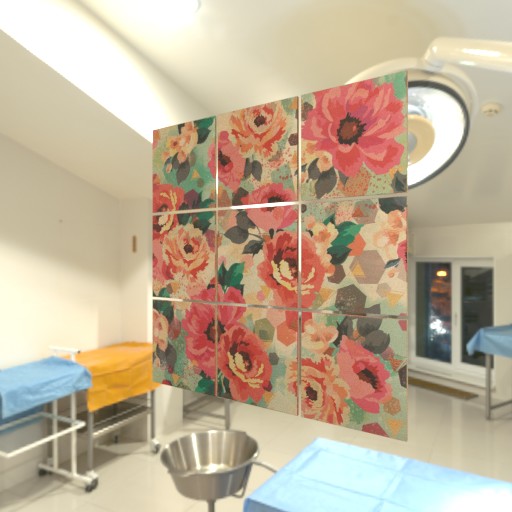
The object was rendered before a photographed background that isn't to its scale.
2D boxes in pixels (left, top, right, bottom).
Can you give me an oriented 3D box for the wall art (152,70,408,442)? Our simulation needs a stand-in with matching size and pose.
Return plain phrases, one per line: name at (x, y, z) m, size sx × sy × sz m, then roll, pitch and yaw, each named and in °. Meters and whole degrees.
wall art at (0.000, 0.000, 1.807) m, size 1.216 × 1.220 × 0.013 m, roll 0°, pitch 0°, yaw 35°
